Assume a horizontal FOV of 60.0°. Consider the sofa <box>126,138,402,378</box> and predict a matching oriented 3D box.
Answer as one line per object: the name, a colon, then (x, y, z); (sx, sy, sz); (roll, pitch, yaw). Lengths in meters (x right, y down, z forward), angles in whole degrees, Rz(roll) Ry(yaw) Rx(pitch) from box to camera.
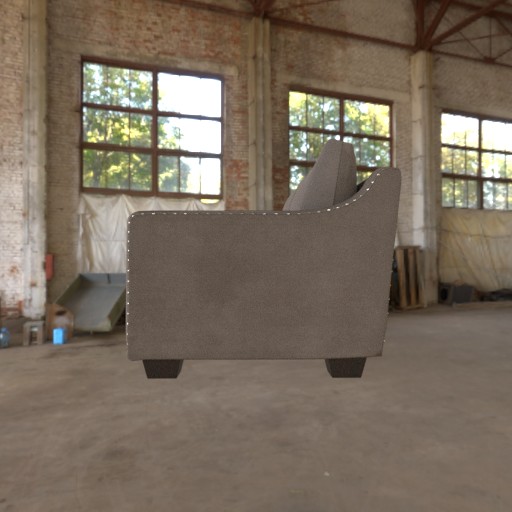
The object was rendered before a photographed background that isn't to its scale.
sofa: (0.000, 0.000, 3.329); (1.336, 1.196, 2.550); (0, -1, -1)
